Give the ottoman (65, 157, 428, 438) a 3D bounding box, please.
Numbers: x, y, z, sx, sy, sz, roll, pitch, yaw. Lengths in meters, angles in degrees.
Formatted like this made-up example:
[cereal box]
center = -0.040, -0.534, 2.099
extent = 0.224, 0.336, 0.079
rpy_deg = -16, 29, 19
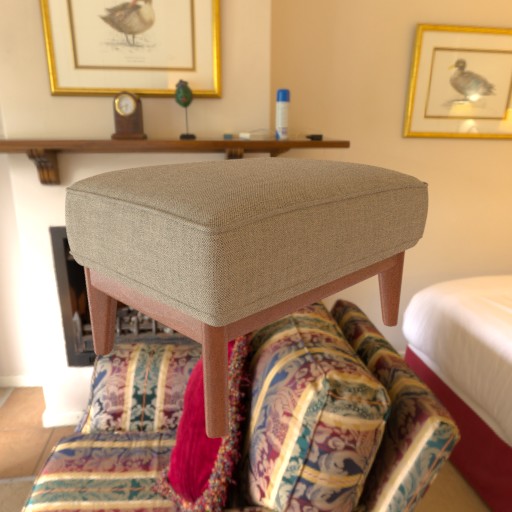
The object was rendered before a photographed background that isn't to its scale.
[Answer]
[ottoman]
center = 0.000, 0.000, 1.108
extent = 0.555, 0.458, 0.750
rpy_deg = 16, 23, 42
